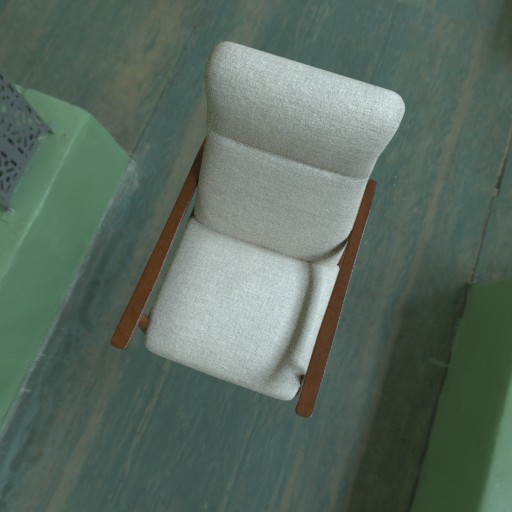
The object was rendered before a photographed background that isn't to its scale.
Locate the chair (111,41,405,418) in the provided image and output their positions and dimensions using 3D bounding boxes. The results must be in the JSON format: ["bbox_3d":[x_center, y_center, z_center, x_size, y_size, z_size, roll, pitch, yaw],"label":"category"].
[{"bbox_3d":[0.000,0.000,1.757,0.762,1.082,1.014,19,77,5],"label":"chair"}]
